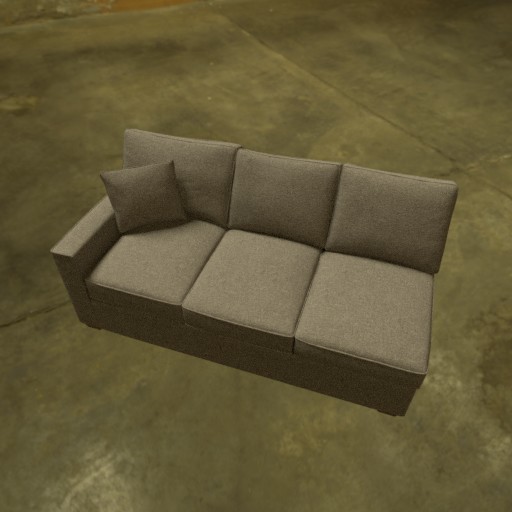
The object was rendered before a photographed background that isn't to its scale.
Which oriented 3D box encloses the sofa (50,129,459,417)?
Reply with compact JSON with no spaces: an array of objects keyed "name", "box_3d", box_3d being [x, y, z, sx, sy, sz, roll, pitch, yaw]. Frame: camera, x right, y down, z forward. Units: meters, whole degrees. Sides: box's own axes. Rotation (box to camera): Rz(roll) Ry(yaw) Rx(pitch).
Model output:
[{"name":"sofa","box_3d":[0.000,0.000,2.532,1.963,0.946,1.034,13,43,14]}]
